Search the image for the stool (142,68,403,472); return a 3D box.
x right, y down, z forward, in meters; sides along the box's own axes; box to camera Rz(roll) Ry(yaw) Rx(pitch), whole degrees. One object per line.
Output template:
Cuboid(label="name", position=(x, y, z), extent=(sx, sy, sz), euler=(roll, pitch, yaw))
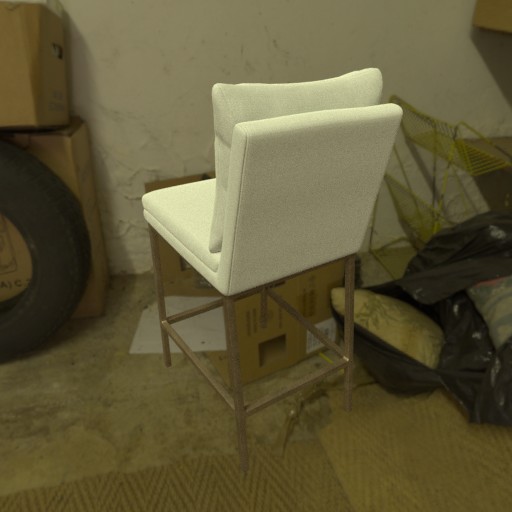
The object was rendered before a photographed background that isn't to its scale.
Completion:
Cuboid(label="stool", position=(0.000, 0.000, 1.306), extent=(0.463, 1.032, 0.572), euler=(-17, 33, -29))
